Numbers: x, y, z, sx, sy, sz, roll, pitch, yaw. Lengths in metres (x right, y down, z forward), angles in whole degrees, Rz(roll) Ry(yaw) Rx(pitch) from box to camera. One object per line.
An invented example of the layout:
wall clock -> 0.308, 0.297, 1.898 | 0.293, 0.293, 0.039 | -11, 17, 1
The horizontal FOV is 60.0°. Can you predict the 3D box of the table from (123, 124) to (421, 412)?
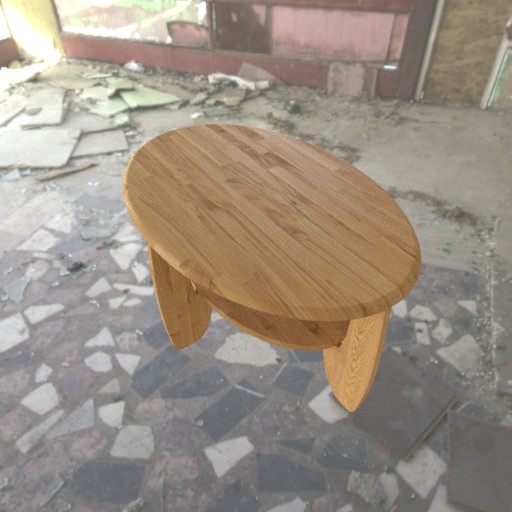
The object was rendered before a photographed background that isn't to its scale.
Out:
table -> 0.000, 0.000, 1.423 | 0.690, 0.490, 1.040 | -24, 46, -26
